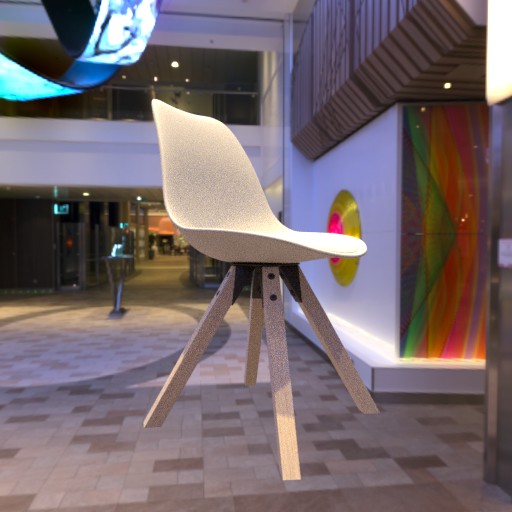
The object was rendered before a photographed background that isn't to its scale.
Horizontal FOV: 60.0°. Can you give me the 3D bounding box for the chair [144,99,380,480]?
[{"bbox_3d":[0.000,0.000,1.158,0.550,0.850,0.485,1,2,36],"label":"chair"}]
